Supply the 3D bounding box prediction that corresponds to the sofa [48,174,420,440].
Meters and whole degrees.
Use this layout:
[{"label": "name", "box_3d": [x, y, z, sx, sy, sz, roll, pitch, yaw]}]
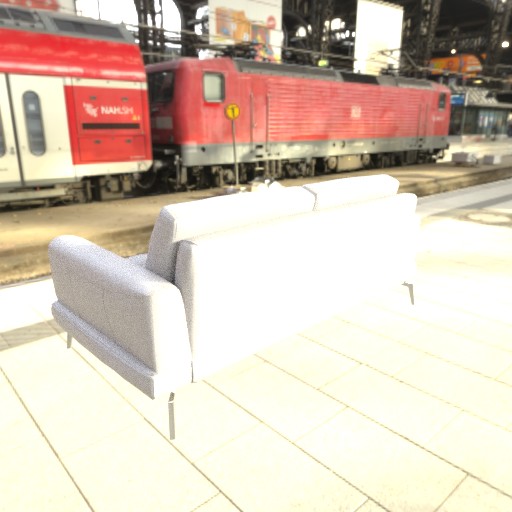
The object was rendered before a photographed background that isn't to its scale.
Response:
[{"label": "sofa", "box_3d": [0.000, 0.000, 2.717, 2.177, 0.930, 1.121, -15, 23, -42]}]
